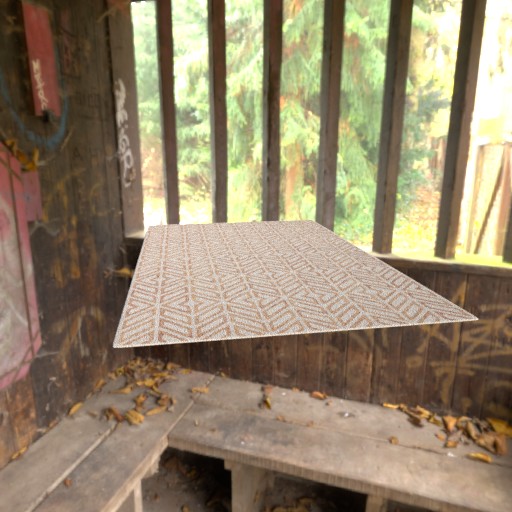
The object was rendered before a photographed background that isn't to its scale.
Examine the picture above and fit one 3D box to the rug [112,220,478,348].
[{"bbox_3d":[0.000,0.000,2.934,1.523,0.008,2.438,-3,15,-10],"label":"rug"}]
